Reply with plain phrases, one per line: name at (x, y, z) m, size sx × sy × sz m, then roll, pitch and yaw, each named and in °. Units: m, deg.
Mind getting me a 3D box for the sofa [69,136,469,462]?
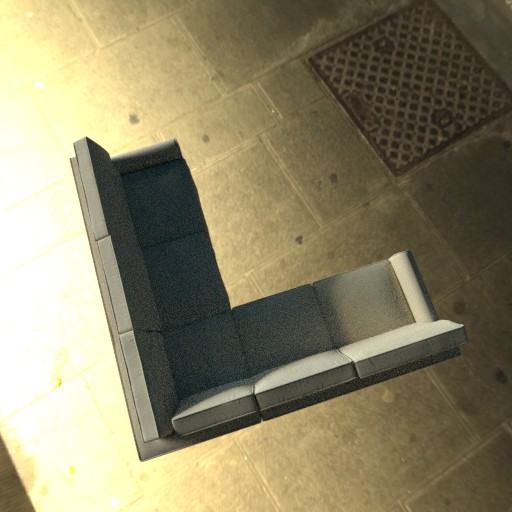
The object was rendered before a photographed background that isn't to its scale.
sofa at (0.000, 0.000, 3.893) m, size 2.591 × 1.070 × 2.597 m, roll -17°, pitch 76°, yaw -4°
